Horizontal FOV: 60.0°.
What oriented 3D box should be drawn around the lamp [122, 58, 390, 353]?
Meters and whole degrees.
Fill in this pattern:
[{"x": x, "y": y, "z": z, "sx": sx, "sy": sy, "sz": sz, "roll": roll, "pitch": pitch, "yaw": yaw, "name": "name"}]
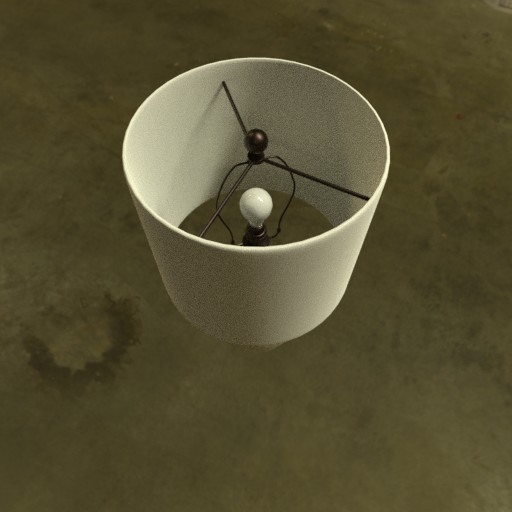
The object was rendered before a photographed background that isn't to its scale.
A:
[{"x": 0.000, "y": 0.000, "z": 0.778, "sx": 0.329, "sy": 0.570, "sz": 0.329, "roll": -15, "pitch": 60, "yaw": -9, "name": "lamp"}]
